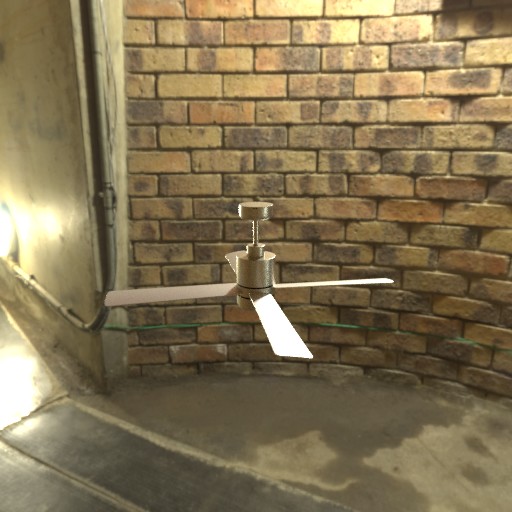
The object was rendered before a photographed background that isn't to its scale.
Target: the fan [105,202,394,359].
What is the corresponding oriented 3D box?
[{"bbox_3d":[0.000,0.000,2.303,1.525,0.539,1.525,-3,16,-10],"label":"fan"}]
